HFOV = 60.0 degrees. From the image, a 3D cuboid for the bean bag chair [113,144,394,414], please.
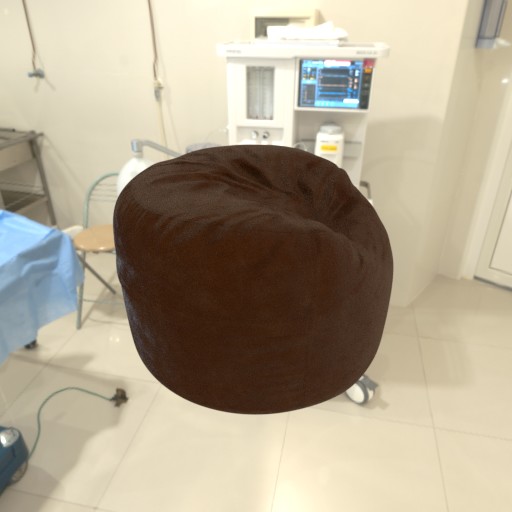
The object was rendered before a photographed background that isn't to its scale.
[{"bbox_3d":[0.000,0.000,1.521,0.918,0.616,0.918,0,29,0],"label":"bean bag chair"}]
